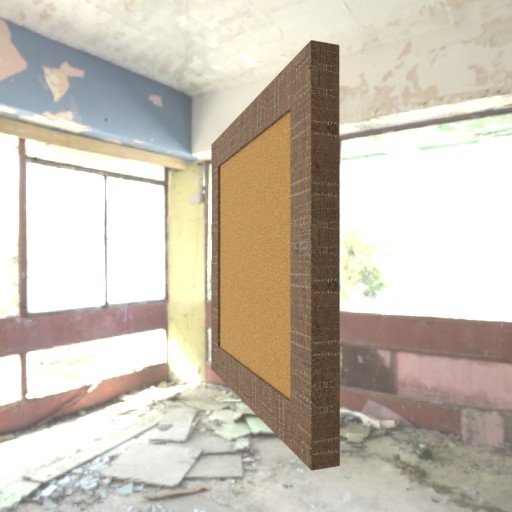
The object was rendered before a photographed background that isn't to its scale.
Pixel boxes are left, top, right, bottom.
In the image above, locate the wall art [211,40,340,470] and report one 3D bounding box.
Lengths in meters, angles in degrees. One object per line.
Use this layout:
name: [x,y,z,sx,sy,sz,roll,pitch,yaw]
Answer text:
wall art: [0.000,0.000,0.803,0.040,0.531,0.531,0,0,-19]
